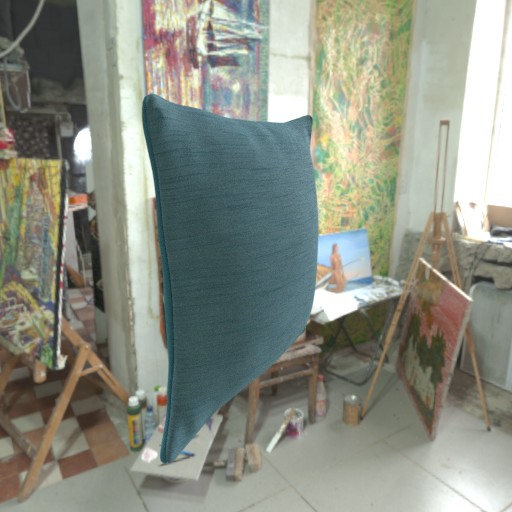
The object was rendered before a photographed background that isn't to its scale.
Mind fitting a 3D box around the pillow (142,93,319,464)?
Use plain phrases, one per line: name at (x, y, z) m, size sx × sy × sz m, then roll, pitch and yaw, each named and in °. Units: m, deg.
pillow at (0.000, 0.000, 0.650) m, size 0.151 × 0.415 × 0.433 m, roll 7°, pitch 16°, yaw 27°
